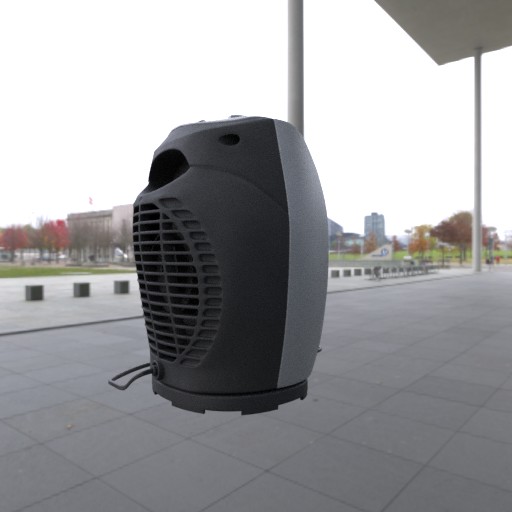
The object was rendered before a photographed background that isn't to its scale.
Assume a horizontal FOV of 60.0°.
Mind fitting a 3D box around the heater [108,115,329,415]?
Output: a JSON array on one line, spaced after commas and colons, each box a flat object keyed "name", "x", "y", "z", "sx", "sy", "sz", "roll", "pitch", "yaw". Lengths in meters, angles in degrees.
[{"name": "heater", "x": 0.000, "y": 0.000, "z": 0.480, "sx": 0.291, "sy": 0.255, "sz": 0.239, "roll": 0, "pitch": 0, "yaw": -35}]
